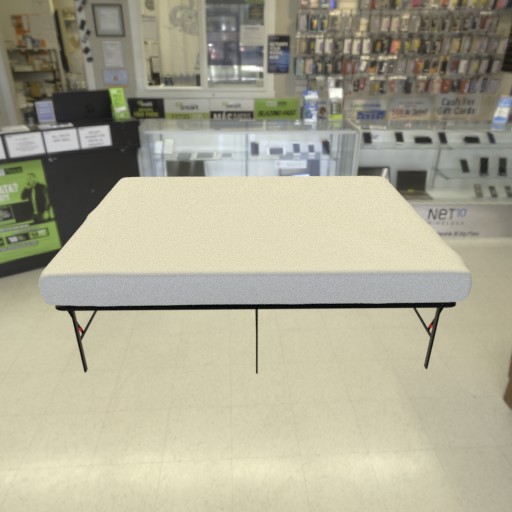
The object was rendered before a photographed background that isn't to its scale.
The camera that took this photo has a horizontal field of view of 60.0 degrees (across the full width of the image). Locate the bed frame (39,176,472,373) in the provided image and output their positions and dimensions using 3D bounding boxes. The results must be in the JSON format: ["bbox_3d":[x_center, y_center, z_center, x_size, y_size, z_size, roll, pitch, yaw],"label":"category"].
[{"bbox_3d":[0.000,0.000,2.913,2.151,0.667,1.584,0,27,-1],"label":"bed frame"}]
